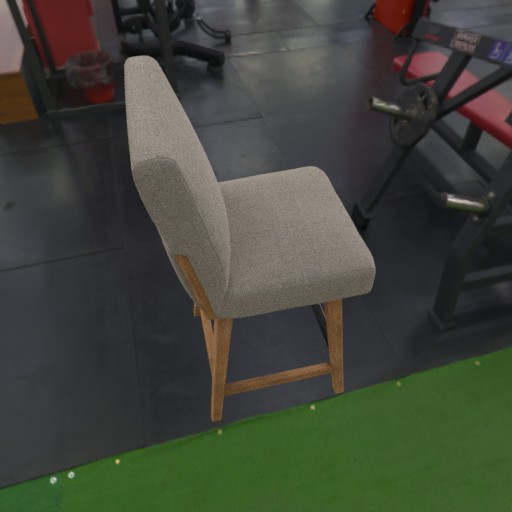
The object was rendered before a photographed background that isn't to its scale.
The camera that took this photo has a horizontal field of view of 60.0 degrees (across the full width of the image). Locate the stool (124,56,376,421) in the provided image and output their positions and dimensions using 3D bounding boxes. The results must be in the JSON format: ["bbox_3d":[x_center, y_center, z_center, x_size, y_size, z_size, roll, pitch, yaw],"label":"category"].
[{"bbox_3d":[0.000,0.000,1.260,0.526,1.010,0.459,-10,48,-9],"label":"stool"}]
